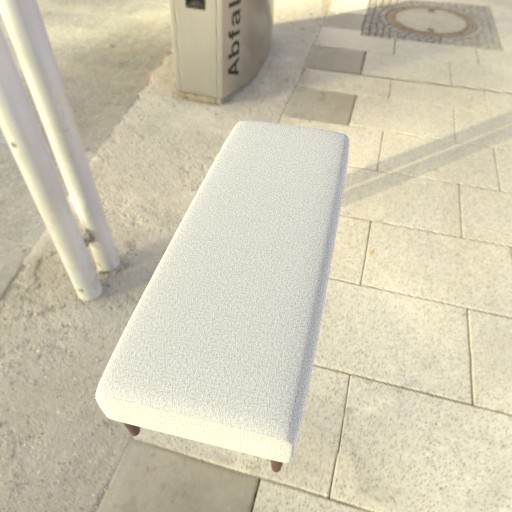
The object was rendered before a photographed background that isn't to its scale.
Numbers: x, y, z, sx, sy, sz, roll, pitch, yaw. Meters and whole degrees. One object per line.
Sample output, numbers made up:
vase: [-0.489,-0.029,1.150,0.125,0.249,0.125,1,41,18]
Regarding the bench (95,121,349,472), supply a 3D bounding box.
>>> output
bench: [0.000,0.000,1.881,0.631,0.383,1.598,10,47,9]
